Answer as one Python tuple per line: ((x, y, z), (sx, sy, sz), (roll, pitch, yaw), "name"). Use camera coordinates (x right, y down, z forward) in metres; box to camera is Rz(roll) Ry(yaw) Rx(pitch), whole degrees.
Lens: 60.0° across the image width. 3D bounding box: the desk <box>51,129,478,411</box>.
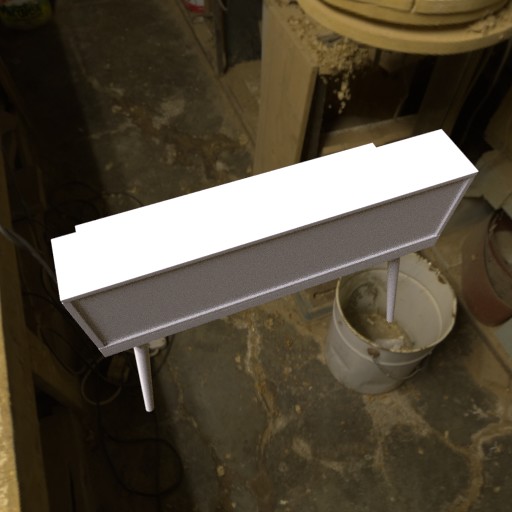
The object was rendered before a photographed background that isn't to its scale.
((0.000, 0.000, 1.722), (1.199, 0.990, 0.559), (-18, 59, -11), "desk")
